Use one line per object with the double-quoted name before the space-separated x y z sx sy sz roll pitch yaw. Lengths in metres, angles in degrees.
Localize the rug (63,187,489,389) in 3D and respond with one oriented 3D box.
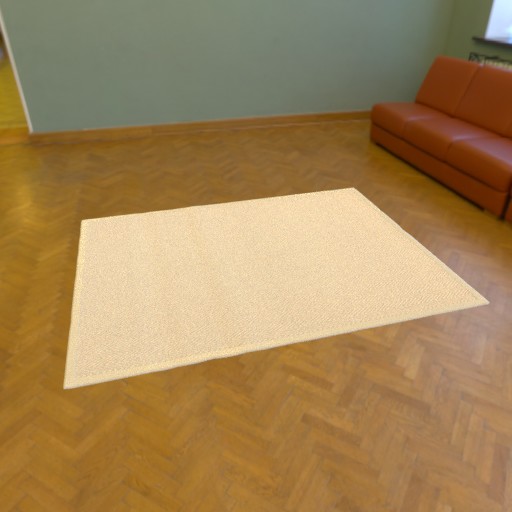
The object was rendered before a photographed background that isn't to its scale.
"rug" 0.000 0.000 4.720 3.659 0.037 2.734 -9 33 -13
